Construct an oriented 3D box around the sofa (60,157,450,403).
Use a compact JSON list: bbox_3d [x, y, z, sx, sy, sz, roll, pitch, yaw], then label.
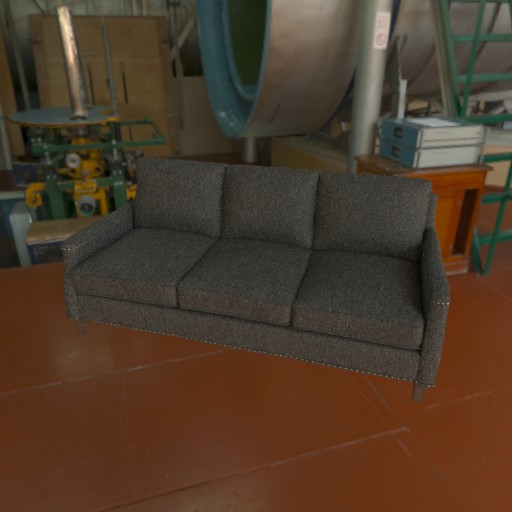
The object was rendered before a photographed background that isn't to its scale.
[{"bbox_3d":[0.000,0.000,2.866,2.246,1.003,1.084,7,27,15],"label":"sofa"}]
